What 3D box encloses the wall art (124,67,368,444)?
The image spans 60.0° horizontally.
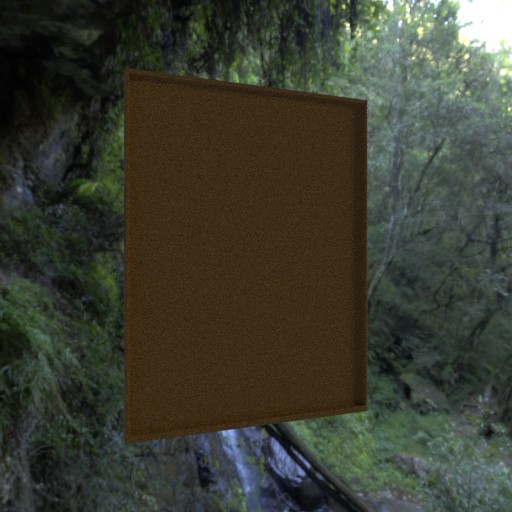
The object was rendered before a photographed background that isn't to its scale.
[{"bbox_3d":[0.000,0.000,1.334,0.762,1.015,0.031,0,0,-19],"label":"wall art"}]
